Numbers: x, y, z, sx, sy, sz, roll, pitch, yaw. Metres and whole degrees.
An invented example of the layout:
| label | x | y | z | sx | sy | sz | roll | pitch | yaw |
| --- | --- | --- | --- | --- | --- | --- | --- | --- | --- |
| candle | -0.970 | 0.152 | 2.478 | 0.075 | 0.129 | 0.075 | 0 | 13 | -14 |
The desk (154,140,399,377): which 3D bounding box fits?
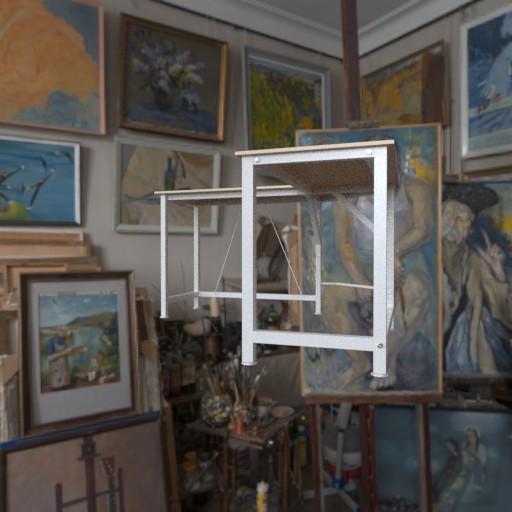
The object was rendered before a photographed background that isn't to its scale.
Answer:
| label | x | y | z | sx | sy | sz | roll | pitch | yaw |
| --- | --- | --- | --- | --- | --- | --- | --- | --- | --- |
| desk | 0.000 | 0.000 | 2.295 | 1.400 | 0.762 | 1.400 | 0 | 1 | 19 |
